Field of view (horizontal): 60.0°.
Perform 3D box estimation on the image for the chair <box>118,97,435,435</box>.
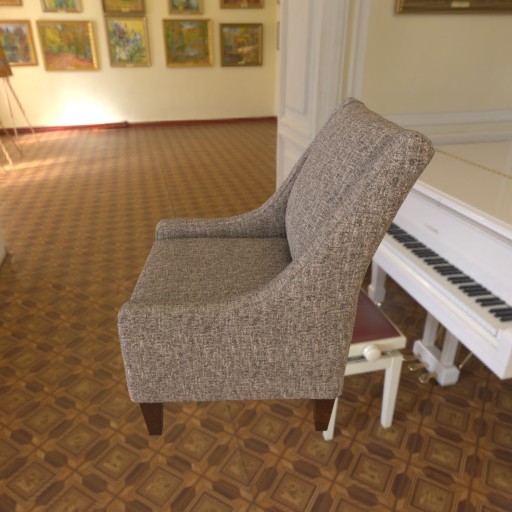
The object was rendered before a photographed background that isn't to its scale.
[{"bbox_3d":[0.000,0.000,1.616,0.870,1.014,0.774,-1,26,-2],"label":"chair"}]
